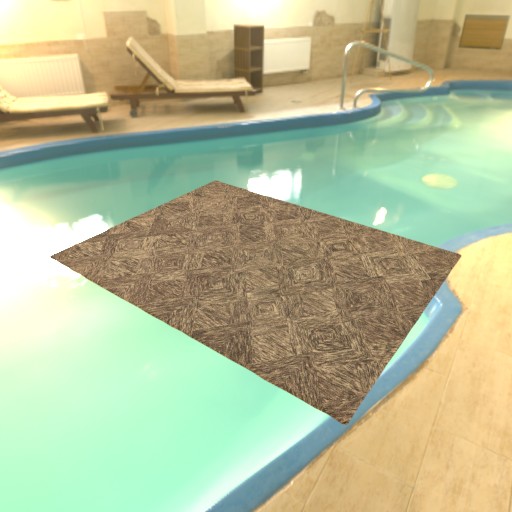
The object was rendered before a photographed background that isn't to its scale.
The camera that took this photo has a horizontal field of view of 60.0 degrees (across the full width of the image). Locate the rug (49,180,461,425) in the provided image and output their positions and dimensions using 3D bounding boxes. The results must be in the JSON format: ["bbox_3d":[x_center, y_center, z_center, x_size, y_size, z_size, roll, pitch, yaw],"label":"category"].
[{"bbox_3d":[0.000,0.000,4.306,3.204,0.017,2.448,22,38,31],"label":"rug"}]
